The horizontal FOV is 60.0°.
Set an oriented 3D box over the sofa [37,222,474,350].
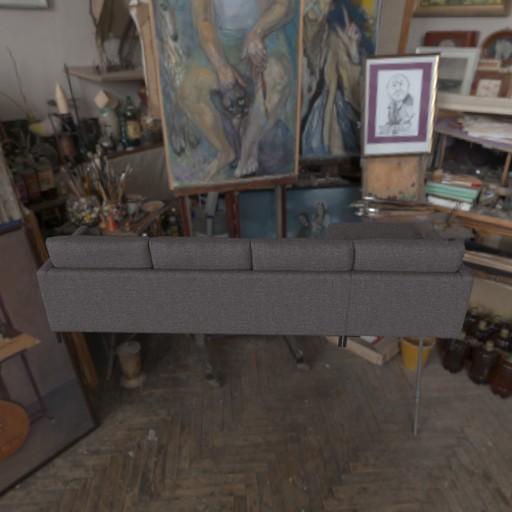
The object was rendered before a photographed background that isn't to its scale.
[{"bbox_3d":[0.000,0.000,3.326,2.731,0.754,1.258,1,27,1],"label":"sofa"}]
